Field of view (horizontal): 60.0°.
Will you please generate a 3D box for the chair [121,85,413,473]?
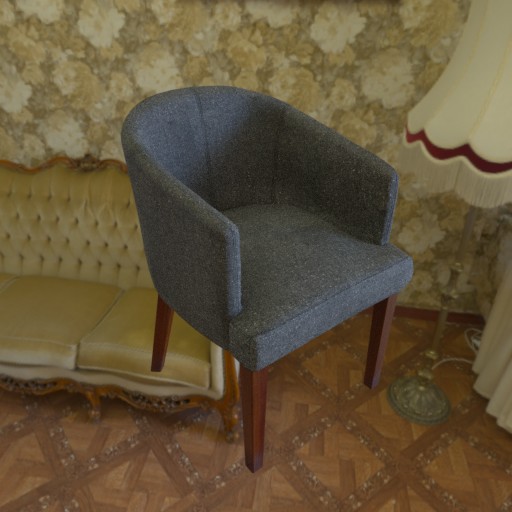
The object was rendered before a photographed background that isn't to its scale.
[{"bbox_3d":[0.000,0.000,1.228,0.583,0.811,0.655,-22,36,-32],"label":"chair"}]
